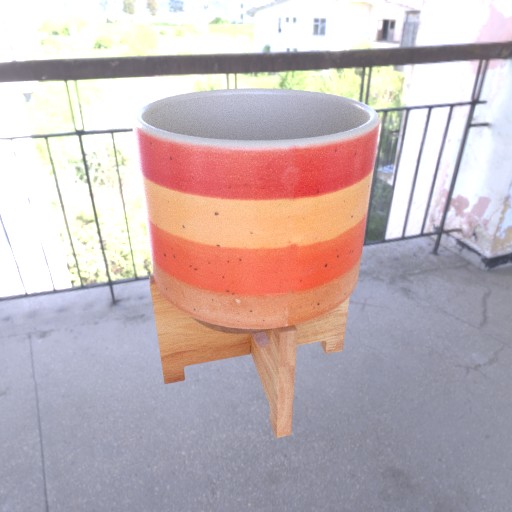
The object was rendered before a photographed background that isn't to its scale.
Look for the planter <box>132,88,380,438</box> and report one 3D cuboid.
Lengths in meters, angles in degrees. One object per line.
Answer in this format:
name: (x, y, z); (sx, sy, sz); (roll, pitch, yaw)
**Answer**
planter: (0.000, 0.000, 0.416); (0.199, 0.268, 0.199); (0, 30, 0)
